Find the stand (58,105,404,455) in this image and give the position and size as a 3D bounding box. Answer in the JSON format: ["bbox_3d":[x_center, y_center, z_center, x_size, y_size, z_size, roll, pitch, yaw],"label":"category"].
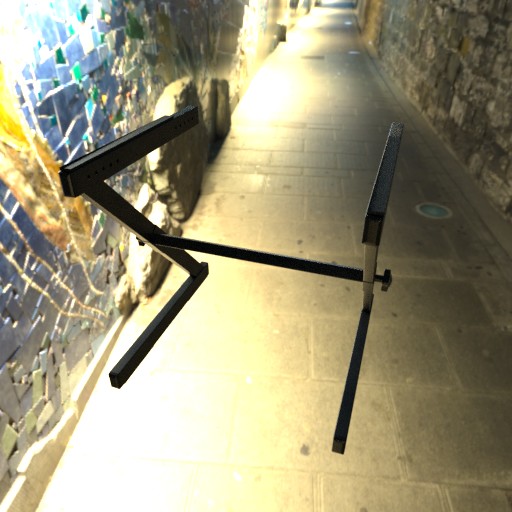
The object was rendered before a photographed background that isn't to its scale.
[{"bbox_3d":[0.000,0.000,1.174,0.700,0.617,0.586,10,33,16],"label":"stand"}]
